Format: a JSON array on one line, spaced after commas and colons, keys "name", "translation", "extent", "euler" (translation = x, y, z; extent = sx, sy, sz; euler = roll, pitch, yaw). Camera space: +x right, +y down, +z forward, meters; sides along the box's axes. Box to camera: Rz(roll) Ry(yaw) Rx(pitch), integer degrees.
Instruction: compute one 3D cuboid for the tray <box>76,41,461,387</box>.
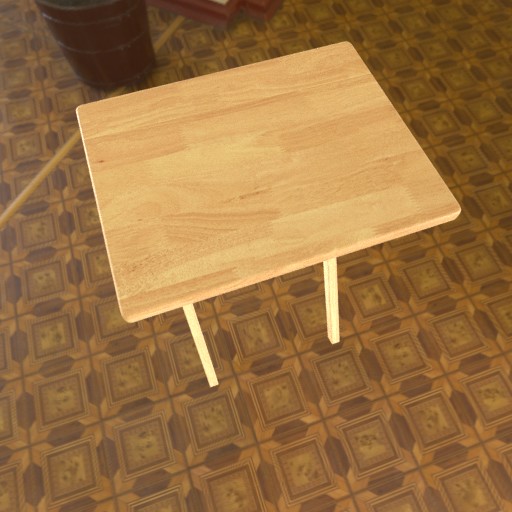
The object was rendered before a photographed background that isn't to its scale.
[{"name": "tray", "translation": [0.000, 0.000, 0.955], "extent": [0.483, 0.660, 0.381], "euler": [-17, 64, -9]}]
